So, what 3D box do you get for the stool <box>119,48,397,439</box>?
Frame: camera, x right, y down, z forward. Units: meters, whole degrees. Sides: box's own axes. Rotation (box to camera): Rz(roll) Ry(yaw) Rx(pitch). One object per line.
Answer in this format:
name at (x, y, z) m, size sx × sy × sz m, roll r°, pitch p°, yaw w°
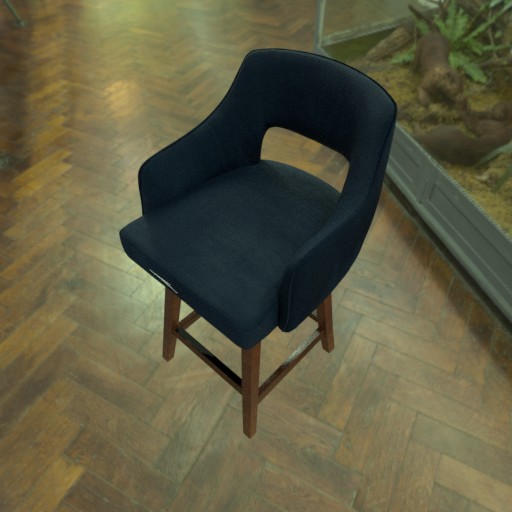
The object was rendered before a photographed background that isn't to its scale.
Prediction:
stool at (0.000, 0.000, 1.252) m, size 0.550 × 0.940 × 0.560 m, roll 34°, pitch 55°, yaw 28°
